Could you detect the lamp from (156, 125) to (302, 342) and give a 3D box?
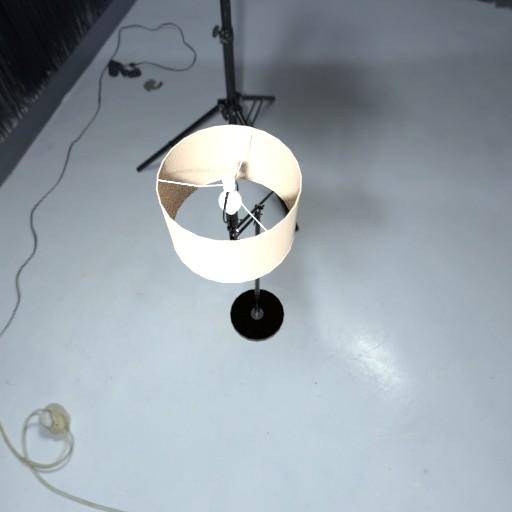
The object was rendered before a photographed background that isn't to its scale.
[{"bbox_3d":[0.000,0.000,1.951,0.373,1.635,0.809,17,63,9],"label":"lamp"}]
